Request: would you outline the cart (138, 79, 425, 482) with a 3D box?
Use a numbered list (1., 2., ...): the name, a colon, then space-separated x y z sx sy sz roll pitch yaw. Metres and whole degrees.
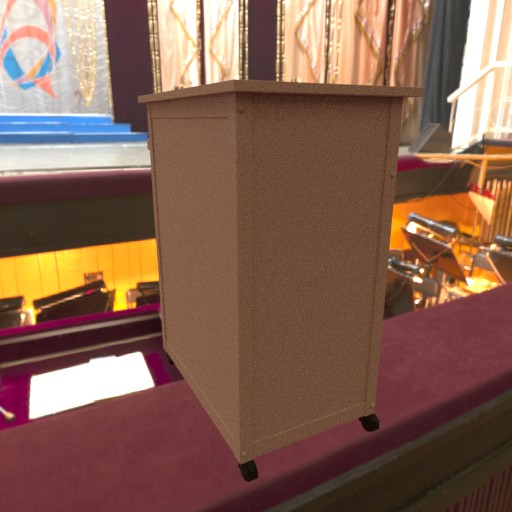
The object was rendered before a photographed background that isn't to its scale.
1. cart: 0.000 0.000 1.249 0.442 0.864 0.683 -9 19 -26
